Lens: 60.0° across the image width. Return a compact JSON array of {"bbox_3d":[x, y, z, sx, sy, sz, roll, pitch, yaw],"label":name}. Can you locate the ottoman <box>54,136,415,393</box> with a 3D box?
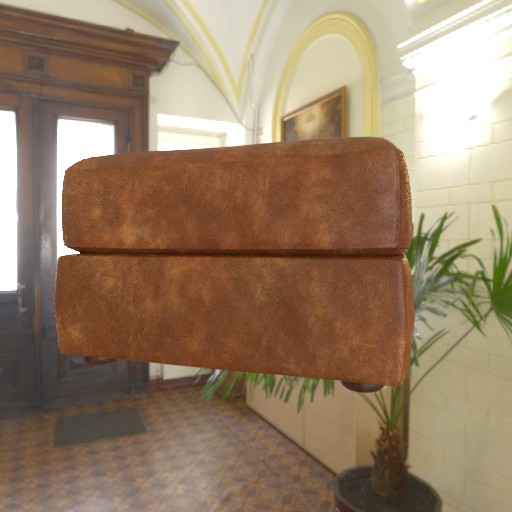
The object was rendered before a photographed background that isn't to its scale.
[{"bbox_3d":[0.000,0.000,1.116,0.751,0.476,0.603,1,2,18],"label":"ottoman"}]
